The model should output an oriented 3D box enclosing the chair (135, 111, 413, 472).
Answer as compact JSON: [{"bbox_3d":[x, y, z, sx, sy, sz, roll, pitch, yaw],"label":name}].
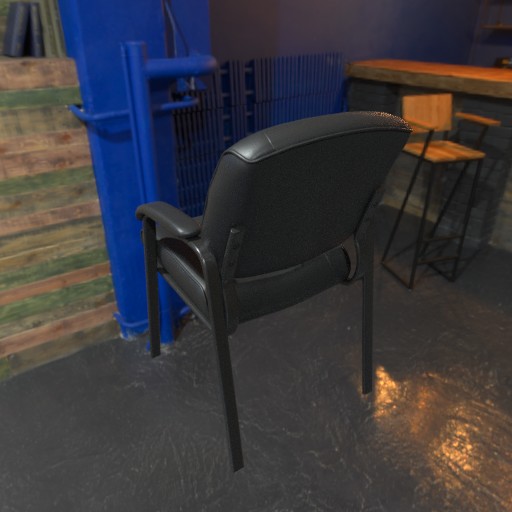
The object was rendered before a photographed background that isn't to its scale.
[{"bbox_3d":[0.000,0.000,1.323,0.591,0.910,0.668,-18,33,-29],"label":"chair"}]
